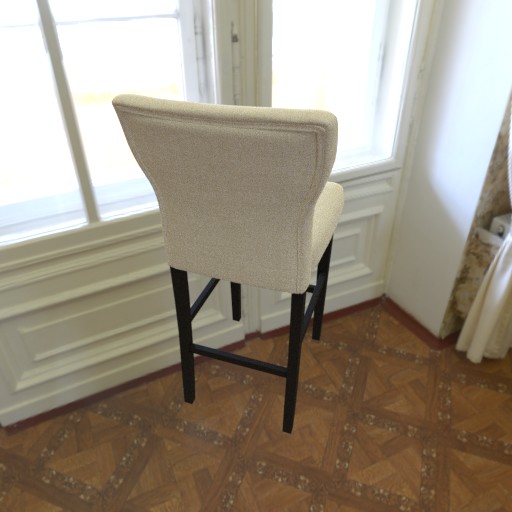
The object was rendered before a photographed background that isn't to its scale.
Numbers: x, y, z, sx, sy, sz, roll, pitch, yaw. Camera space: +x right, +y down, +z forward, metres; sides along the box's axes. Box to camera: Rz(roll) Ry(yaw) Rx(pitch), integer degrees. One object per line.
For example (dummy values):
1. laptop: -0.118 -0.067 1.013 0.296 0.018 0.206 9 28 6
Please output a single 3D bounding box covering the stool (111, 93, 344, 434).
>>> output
1. stool: 0.000 0.000 1.453 0.516 1.124 0.603 11 36 16
